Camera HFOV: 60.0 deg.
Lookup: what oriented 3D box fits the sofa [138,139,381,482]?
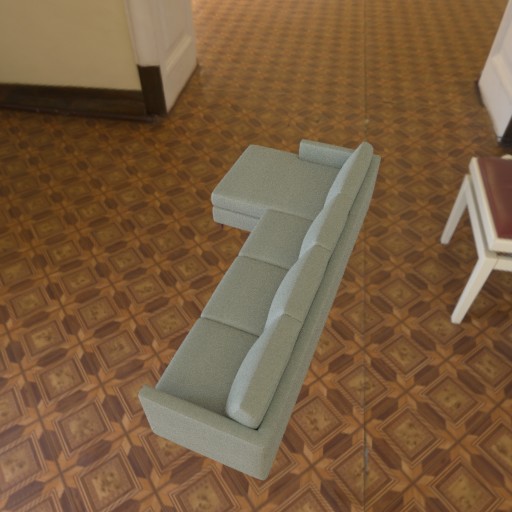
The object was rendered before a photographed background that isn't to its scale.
[{"bbox_3d":[0.000,0.000,4.191,1.600,0.953,3.470,17,48,16],"label":"sofa"}]
